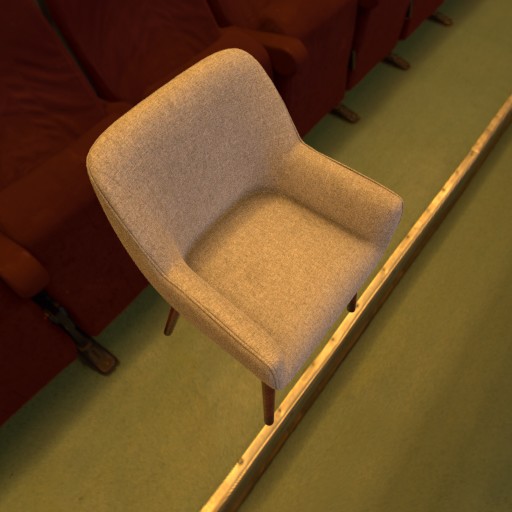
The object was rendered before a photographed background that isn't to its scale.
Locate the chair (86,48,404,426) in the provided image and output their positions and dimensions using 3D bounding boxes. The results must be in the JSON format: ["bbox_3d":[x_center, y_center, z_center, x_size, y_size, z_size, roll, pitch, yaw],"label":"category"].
[{"bbox_3d":[0.000,0.000,1.161,0.519,0.803,0.543,33,63,19],"label":"chair"}]
